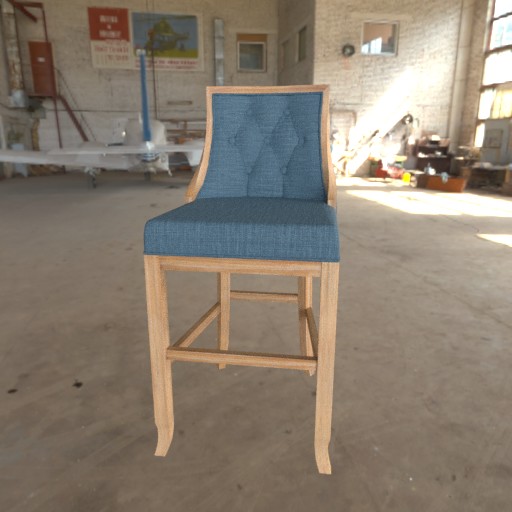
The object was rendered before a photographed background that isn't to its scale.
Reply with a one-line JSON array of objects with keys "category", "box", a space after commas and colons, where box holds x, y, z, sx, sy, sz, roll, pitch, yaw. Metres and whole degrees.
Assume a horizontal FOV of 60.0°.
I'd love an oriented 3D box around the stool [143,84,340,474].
[{"category": "stool", "box": [0.000, 0.000, 1.450, 0.524, 1.101, 0.626, 2, 15, 8]}]
